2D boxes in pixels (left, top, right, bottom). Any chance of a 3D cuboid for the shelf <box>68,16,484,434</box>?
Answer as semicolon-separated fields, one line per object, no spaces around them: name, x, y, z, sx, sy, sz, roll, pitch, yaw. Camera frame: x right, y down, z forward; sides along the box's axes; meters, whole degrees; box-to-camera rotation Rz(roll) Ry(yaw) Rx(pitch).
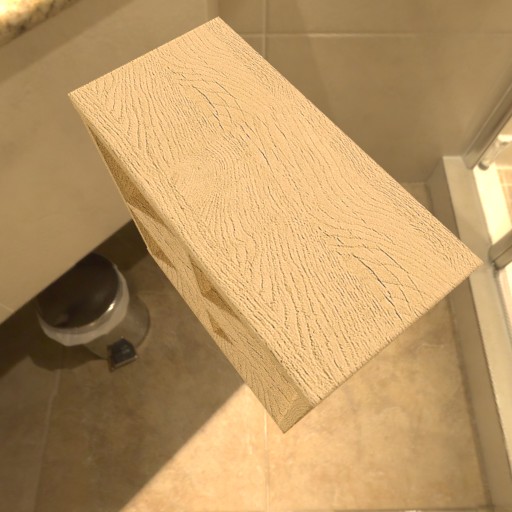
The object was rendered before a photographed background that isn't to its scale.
shelf;0.000;0.000;1.207;0.390;0.786;0.790;-35;70;-15
